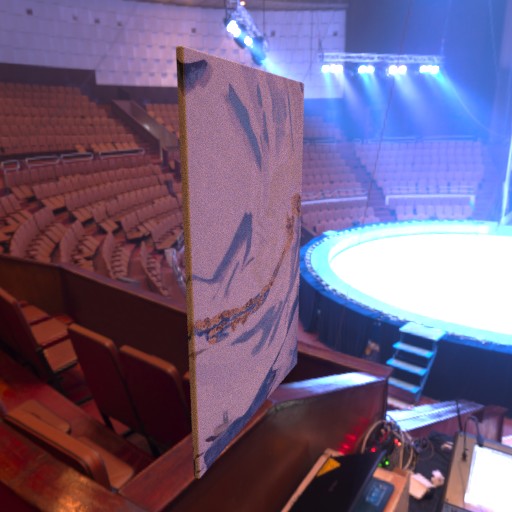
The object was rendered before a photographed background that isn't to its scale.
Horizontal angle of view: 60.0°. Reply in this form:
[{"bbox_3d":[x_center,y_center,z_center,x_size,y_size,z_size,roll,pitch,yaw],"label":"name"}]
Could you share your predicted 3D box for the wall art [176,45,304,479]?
[{"bbox_3d":[0.000,0.000,1.163,0.016,0.914,0.610,7,16,26],"label":"wall art"}]
